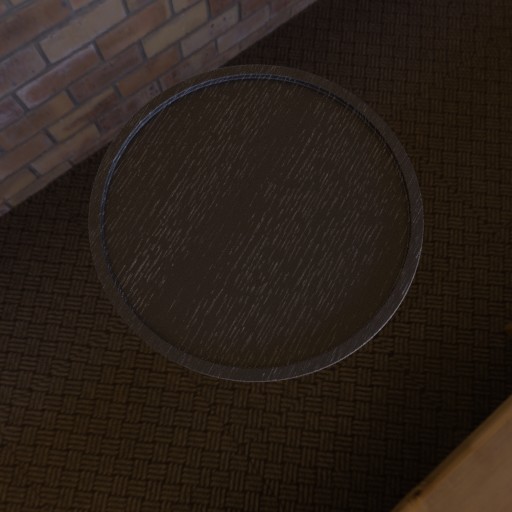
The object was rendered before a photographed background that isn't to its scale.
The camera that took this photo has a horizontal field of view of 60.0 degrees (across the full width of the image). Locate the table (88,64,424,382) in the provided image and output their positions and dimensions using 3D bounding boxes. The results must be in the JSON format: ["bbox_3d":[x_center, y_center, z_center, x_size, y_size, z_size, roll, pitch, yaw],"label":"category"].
[{"bbox_3d":[0.000,0.000,0.752,0.399,0.460,0.399,0,76,0],"label":"table"}]
